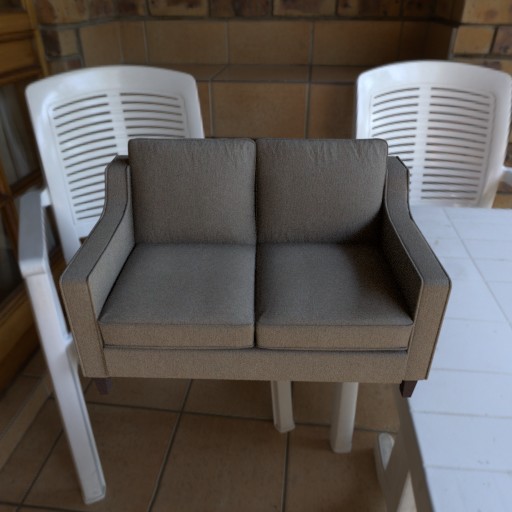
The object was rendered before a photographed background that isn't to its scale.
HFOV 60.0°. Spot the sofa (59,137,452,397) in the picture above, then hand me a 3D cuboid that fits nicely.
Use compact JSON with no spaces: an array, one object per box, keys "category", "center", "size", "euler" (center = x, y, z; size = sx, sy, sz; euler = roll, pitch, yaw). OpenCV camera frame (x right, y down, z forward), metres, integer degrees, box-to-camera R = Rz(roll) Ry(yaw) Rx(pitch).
[{"category":"sofa","center":[0.000,0.000,2.137],"size":[1.503,0.981,0.985],"euler":[0,31,1]}]
